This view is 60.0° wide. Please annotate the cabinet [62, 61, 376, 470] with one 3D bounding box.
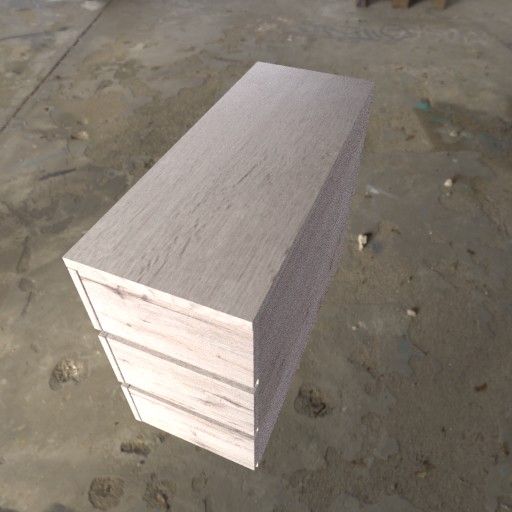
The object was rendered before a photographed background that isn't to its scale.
[{"bbox_3d":[0.000,0.000,1.472,0.420,0.820,1.040,17,48,16],"label":"cabinet"}]
